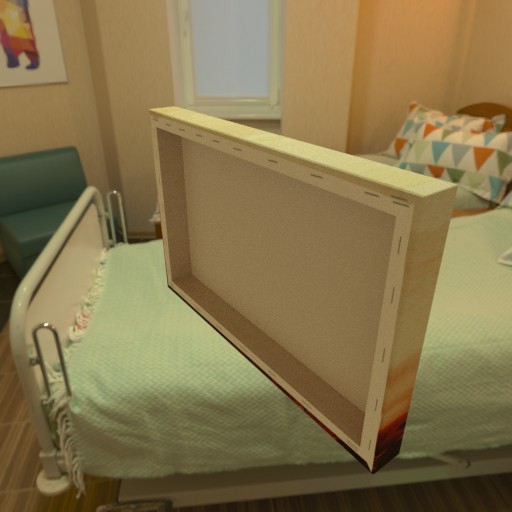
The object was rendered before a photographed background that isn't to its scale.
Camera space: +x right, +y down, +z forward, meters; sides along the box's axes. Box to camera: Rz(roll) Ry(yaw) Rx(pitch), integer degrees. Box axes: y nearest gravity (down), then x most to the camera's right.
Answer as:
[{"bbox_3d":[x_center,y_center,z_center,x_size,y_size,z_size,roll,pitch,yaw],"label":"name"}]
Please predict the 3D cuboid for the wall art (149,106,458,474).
[{"bbox_3d":[0.000,0.000,0.466,0.037,0.251,0.383,-19,33,-32],"label":"wall art"}]
